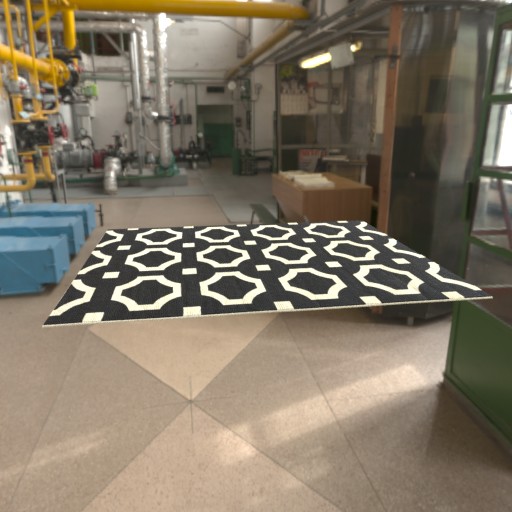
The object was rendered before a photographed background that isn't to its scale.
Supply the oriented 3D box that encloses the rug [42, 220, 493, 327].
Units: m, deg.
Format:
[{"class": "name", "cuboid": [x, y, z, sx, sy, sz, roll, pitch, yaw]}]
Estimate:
[{"class": "rug", "cuboid": [0.000, 0.000, 4.109, 3.049, 0.021, 2.466, -3, 18, -8]}]
